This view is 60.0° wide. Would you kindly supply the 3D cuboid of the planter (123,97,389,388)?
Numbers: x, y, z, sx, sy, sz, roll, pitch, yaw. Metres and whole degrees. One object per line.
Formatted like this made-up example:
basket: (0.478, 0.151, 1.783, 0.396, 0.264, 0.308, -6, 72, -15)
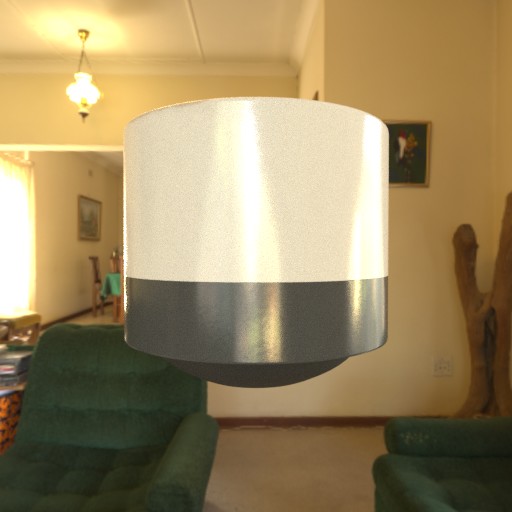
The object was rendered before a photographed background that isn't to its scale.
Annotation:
planter: (0.000, 0.000, 0.338, 0.193, 0.177, 0.193, 0, 1, 0)
